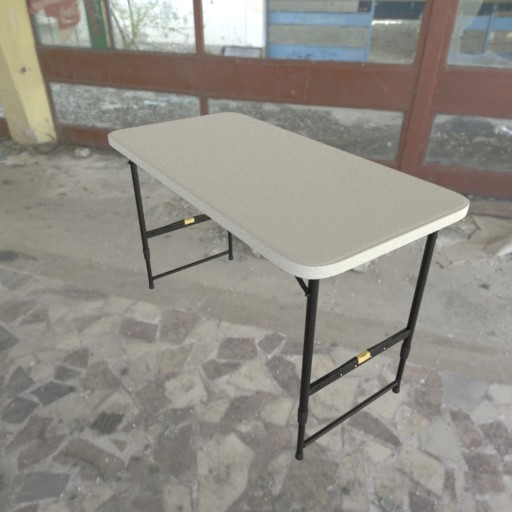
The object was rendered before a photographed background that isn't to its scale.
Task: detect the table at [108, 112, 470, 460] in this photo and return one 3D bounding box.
[{"bbox_3d":[0.000,0.000,1.641,0.610,0.737,1.219,-20,37,-30],"label":"table"}]
